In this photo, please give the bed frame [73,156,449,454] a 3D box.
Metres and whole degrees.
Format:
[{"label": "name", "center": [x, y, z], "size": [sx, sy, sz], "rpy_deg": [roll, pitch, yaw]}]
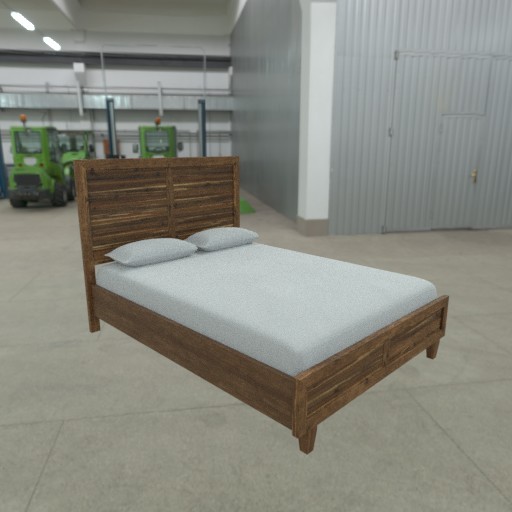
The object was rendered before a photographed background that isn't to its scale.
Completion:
[{"label": "bed frame", "center": [0.000, 0.000, 3.361], "size": [1.696, 1.417, 2.276], "rpy_deg": [-14, 19, -43]}]
